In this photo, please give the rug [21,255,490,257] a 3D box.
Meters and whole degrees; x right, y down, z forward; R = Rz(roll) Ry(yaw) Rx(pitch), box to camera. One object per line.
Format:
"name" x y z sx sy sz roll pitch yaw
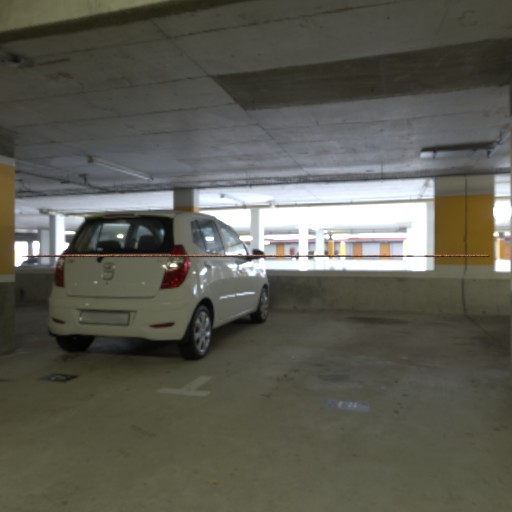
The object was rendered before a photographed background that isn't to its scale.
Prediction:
"rug" 0.000 0.000 2.669 2.435 0.011 0.750 0 0 -1
